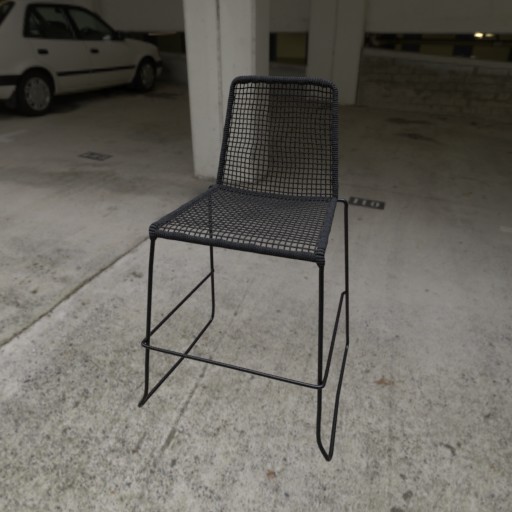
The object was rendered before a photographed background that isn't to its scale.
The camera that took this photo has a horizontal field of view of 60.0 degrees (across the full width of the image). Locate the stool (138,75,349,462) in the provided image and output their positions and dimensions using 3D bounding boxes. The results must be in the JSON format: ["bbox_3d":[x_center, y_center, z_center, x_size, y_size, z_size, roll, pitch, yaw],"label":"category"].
[{"bbox_3d":[0.000,0.000,1.256,0.590,0.905,0.509,9,29,17],"label":"stool"}]
